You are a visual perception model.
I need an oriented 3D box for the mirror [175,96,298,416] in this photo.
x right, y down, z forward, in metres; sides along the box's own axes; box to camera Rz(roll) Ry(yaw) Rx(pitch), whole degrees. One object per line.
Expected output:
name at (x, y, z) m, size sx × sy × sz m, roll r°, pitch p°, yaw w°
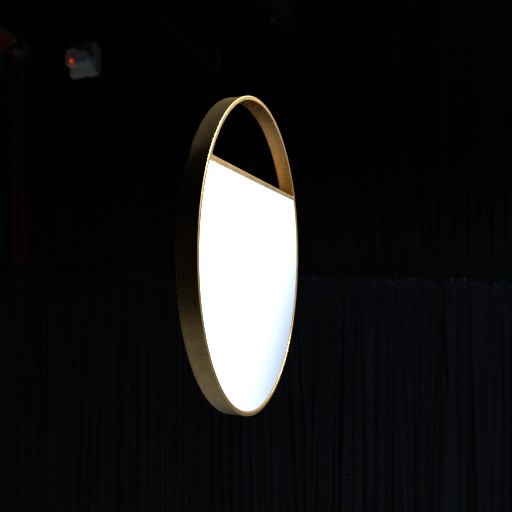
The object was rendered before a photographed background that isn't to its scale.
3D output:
mirror at (0.000, 0.000, 0.832) m, size 0.032 × 0.565 × 0.565 m, roll 0°, pitch 0°, yaw 18°
